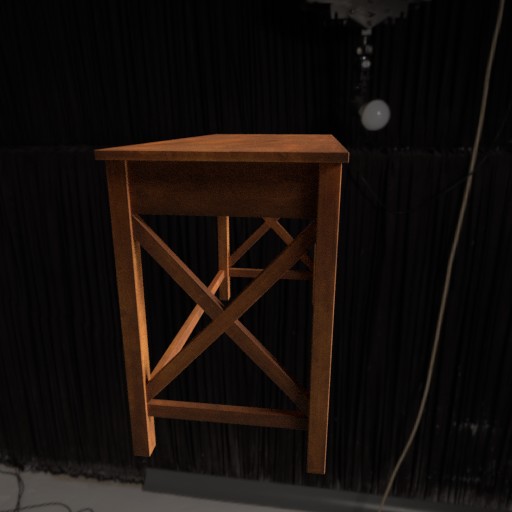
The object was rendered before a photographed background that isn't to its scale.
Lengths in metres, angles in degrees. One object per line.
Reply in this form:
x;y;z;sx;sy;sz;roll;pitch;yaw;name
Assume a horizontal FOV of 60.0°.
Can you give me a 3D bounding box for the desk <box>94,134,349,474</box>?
0.000;0.000;1.500;0.508;0.762;1.117;2;17;7;desk
